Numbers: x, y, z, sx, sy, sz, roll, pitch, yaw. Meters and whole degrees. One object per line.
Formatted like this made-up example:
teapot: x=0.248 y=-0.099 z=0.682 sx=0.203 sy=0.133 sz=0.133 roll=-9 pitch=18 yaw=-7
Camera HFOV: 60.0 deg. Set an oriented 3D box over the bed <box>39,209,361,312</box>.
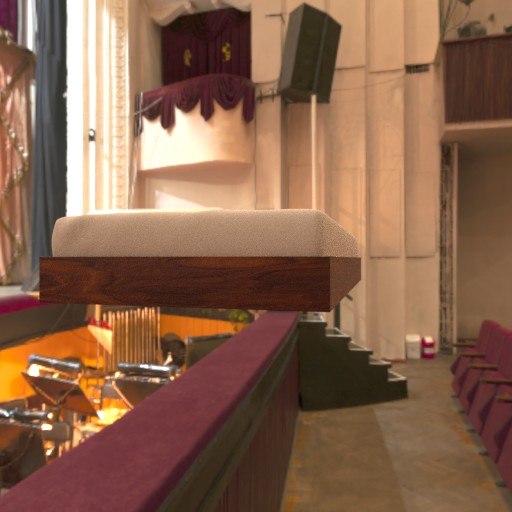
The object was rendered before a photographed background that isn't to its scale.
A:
bed: x=0.000 y=0.000 z=2.211 sx=0.940 sy=0.312 sz=1.860 roll=0 pitch=0 yaw=16
